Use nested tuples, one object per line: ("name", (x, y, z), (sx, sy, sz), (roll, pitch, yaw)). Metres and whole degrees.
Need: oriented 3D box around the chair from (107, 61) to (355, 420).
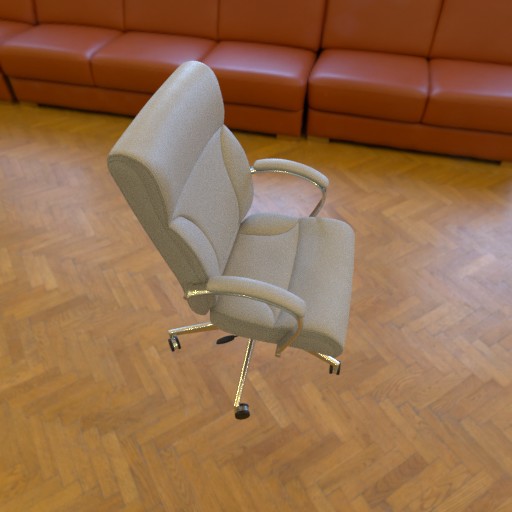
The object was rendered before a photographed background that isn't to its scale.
("chair", (0.000, 0.000, 1.569), (0.745, 1.099, 0.727), (9, 47, 9))
